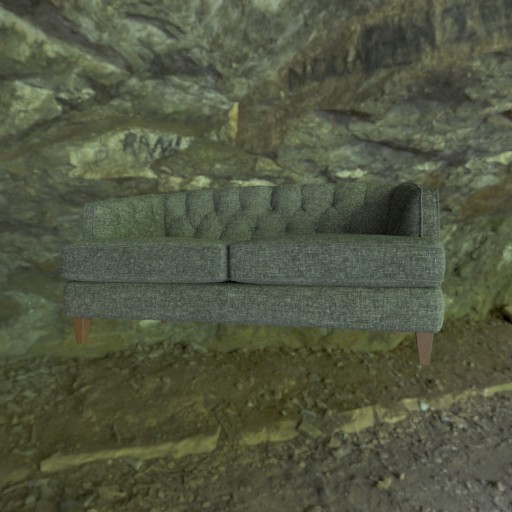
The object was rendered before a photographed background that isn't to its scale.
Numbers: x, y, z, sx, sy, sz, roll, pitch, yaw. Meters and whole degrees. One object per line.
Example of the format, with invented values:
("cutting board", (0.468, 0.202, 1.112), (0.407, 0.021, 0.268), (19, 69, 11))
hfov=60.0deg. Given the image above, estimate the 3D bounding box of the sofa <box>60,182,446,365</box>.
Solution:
("sofa", (0.000, 0.000, 2.301), (1.733, 0.855, 0.941), (0, 0, 16))
